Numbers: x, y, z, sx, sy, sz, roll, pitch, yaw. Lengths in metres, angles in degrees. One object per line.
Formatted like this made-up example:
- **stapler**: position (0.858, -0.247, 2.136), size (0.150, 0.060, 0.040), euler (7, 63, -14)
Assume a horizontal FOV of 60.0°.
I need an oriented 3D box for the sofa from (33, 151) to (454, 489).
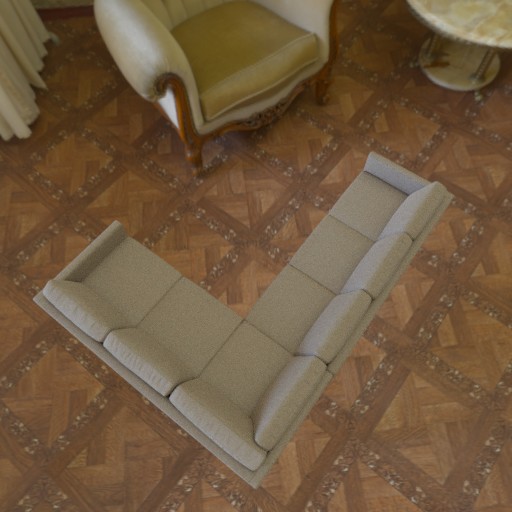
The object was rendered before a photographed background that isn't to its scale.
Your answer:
- **sofa**: position (0.000, 0.000, 4.256), size (2.432, 0.871, 3.182), euler (34, 68, 16)
